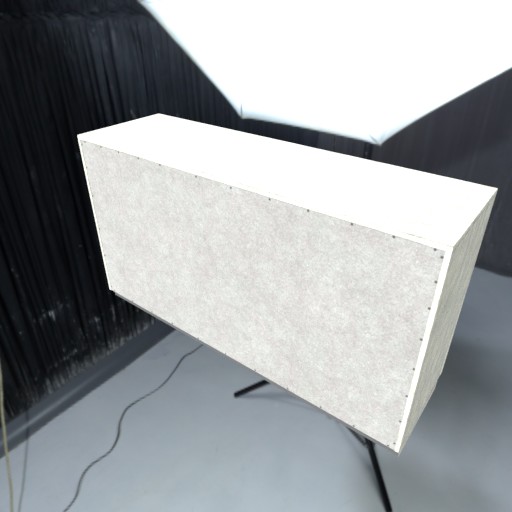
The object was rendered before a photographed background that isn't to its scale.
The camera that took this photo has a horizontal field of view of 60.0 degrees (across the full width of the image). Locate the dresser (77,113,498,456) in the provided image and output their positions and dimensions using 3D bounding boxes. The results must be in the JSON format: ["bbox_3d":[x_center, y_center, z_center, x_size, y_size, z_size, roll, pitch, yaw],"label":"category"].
[{"bbox_3d":[0.000,0.000,1.939,1.628,0.889,0.483,22,38,31],"label":"dresser"}]
